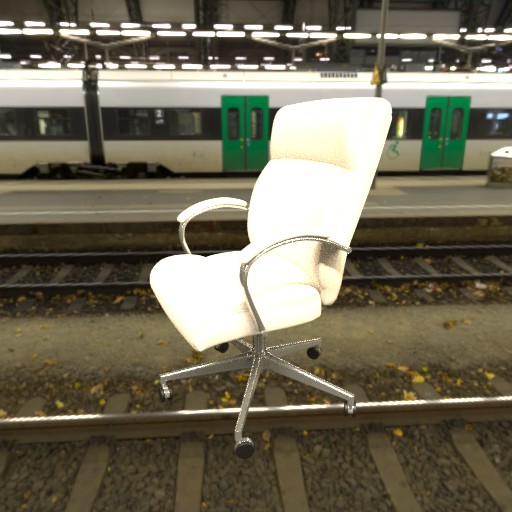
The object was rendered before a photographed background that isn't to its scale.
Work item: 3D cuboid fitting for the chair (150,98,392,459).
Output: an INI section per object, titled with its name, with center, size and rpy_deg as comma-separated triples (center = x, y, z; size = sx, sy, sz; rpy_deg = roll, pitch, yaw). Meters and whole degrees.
[chair]
center = 0.000, 0.000, 1.633
size = 0.745, 1.099, 0.727
rpy_deg = -8, 18, -24
